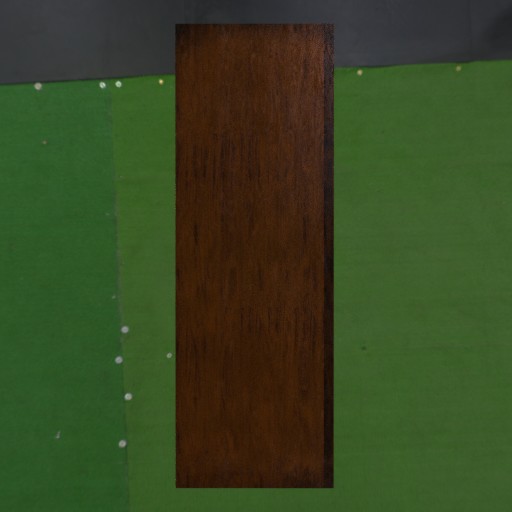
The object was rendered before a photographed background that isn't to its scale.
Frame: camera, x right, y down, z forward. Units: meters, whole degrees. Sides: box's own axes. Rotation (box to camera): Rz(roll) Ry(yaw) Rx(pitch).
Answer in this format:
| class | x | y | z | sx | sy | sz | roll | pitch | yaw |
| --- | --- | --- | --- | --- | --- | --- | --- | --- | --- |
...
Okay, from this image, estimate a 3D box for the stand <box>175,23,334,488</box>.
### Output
| class | x | y | z | sx | sy | sz | roll | pitch | yaw |
| --- | --- | --- | --- | --- | --- | --- | --- | --- | --- |
| stand | 0.000 | 0.000 | 1.614 | 0.481 | 0.610 | 1.372 | 0 | 90 | 0 |
